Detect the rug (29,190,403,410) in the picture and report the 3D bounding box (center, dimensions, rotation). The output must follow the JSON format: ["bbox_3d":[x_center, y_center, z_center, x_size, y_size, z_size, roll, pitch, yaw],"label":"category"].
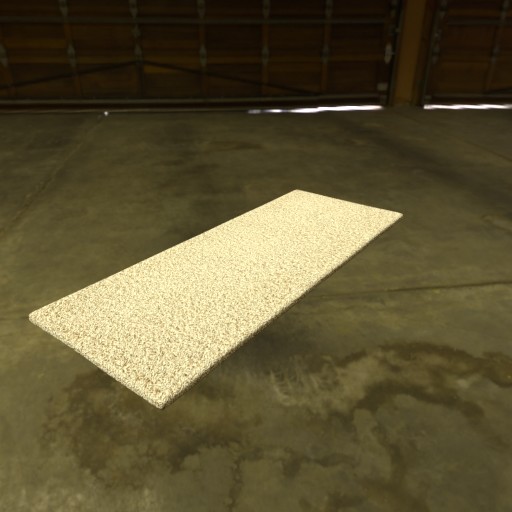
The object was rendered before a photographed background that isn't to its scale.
[{"bbox_3d":[0.000,0.000,1.739,0.609,0.030,1.524,19,32,33],"label":"rug"}]
